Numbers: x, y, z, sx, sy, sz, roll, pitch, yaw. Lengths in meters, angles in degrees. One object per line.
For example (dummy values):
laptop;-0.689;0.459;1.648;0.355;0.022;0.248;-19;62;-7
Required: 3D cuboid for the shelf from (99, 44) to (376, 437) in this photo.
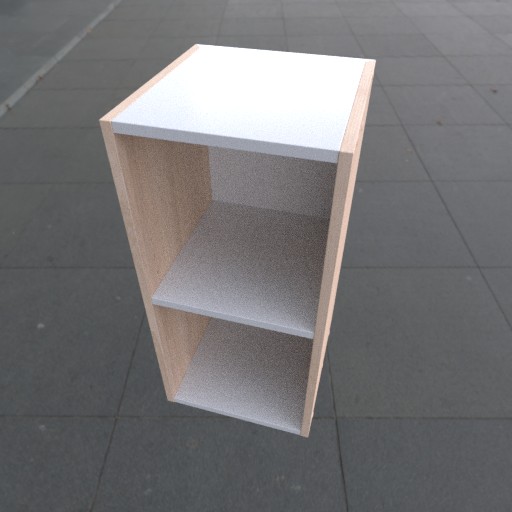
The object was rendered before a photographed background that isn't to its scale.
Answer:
shelf;0.000;0.000;0.777;0.290;0.594;0.297;11;42;12
